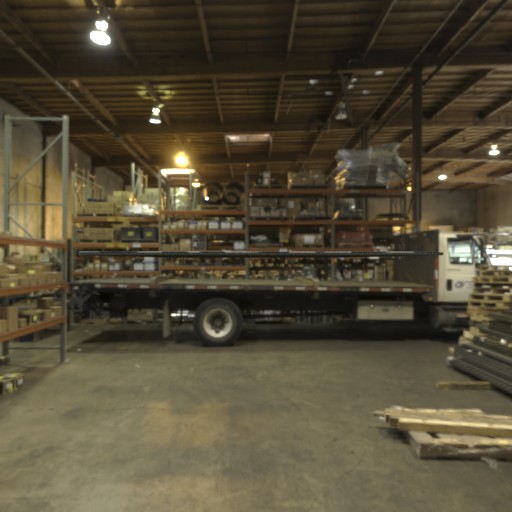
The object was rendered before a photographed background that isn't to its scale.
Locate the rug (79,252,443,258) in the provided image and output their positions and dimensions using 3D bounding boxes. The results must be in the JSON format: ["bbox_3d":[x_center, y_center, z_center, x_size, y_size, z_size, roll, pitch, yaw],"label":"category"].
[{"bbox_3d":[0.000,0.000,3.056,1.518,0.015,2.438,0,0,-1],"label":"rug"}]
